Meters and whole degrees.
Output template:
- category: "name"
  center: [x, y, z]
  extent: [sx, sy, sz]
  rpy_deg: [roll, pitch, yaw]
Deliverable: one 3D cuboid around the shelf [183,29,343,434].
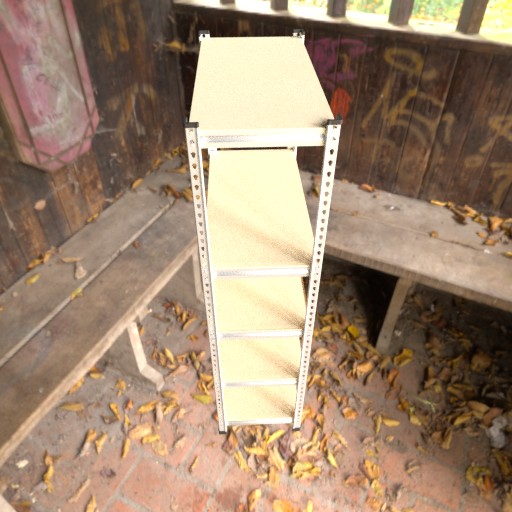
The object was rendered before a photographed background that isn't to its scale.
- category: "shelf"
  center: [0.000, 0.000, 2.200]
  extent: [0.457, 1.829, 0.914]
  rpy_deg: [-2, 42, -2]
